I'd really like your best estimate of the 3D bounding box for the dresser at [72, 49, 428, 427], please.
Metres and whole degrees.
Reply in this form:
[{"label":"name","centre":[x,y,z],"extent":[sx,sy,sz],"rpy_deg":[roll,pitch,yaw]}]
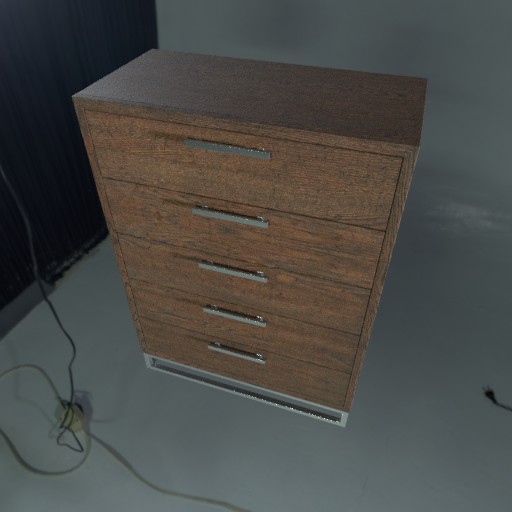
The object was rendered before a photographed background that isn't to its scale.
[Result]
[{"label":"dresser","centre":[0.000,0.000,1.752],"extent":[0.965,1.321,0.508],"rpy_deg":[12,42,14]}]
